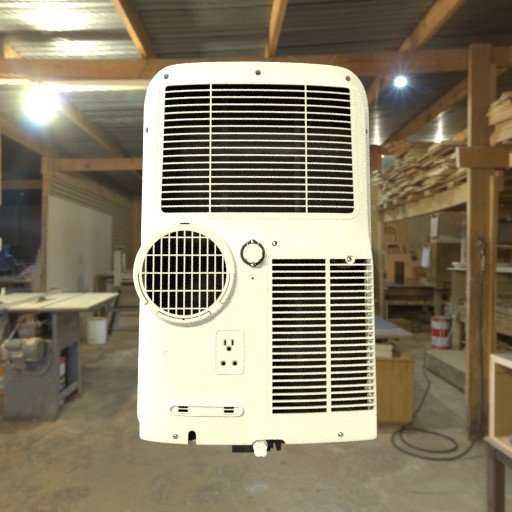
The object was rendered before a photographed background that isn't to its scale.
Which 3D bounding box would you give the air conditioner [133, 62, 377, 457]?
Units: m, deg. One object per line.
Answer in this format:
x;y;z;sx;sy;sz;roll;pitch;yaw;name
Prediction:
0.000;0.000;0.915;0.454;0.700;0.365;0;0;-2;air conditioner
